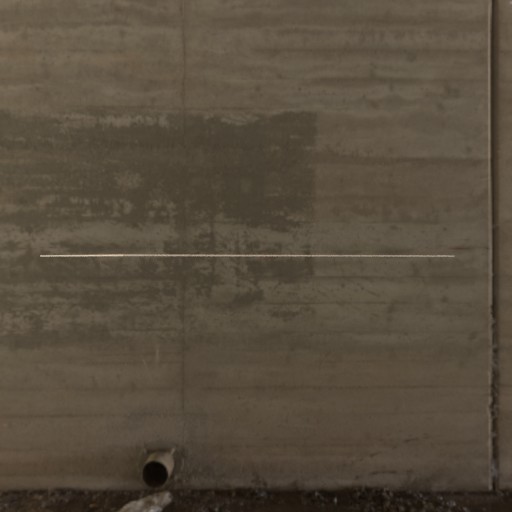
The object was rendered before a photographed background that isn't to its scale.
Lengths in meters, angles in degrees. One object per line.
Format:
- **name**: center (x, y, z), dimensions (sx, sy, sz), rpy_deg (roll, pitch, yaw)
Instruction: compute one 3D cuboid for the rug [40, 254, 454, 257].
- **rug**: center (0.000, 0.000, 3.066), dimensions (2.440, 0.008, 1.524), rpy_deg (0, 0, -37)
